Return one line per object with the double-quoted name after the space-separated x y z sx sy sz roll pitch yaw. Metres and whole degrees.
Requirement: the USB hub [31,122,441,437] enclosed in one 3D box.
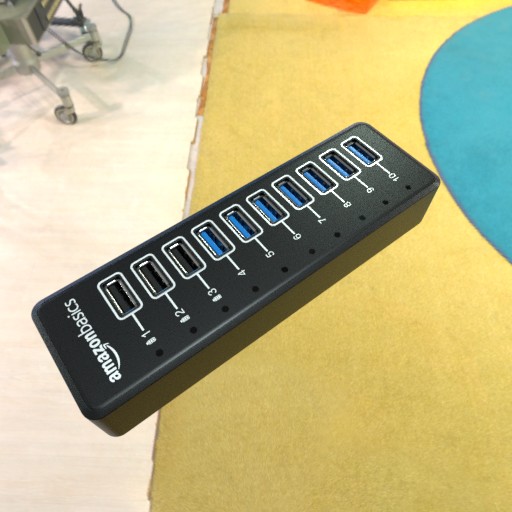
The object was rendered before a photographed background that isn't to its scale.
0.000 0.000 0.160 0.145 0.023 0.044 -32 63 -19 "USB hub"
